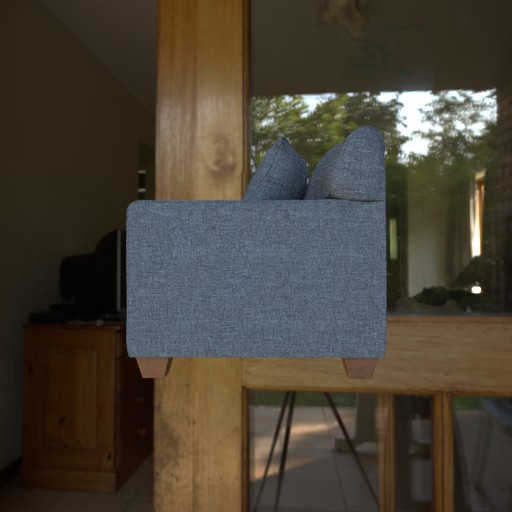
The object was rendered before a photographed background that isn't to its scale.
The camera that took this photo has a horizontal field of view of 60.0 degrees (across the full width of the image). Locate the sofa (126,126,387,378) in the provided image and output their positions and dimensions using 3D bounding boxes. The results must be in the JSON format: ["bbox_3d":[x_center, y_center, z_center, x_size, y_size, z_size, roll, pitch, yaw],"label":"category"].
[{"bbox_3d":[0.000,0.000,2.602,0.997,0.958,2.024,0,-2,1],"label":"sofa"}]
